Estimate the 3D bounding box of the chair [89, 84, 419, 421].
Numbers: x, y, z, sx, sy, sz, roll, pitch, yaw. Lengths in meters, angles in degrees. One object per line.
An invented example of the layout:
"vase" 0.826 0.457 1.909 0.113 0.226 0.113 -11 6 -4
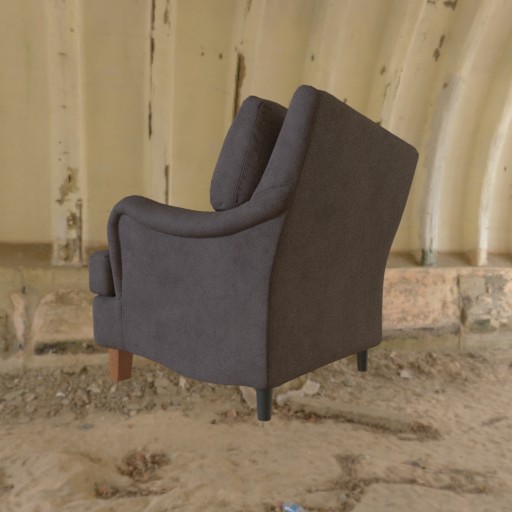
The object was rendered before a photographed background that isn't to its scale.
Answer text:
"chair" 0.000 0.000 1.823 1.070 0.997 0.955 0 0 37
